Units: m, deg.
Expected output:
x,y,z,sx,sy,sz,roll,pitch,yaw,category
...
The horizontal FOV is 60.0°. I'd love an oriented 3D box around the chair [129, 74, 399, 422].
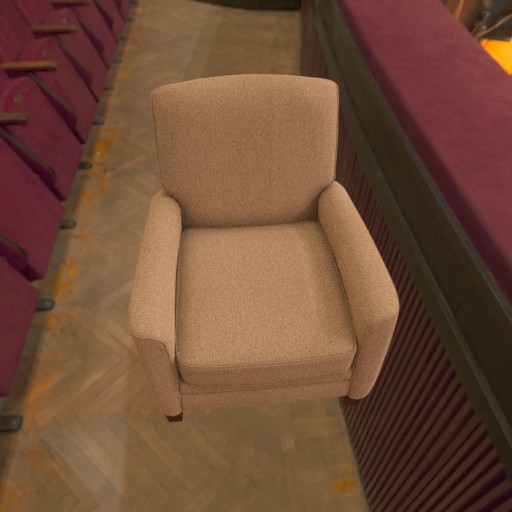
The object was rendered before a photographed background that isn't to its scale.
x,y,z,sx,sy,sz,roll,pitch,yaw,category
0.000,0.000,1.640,0.848,1.014,0.864,-4,45,-4,chair
